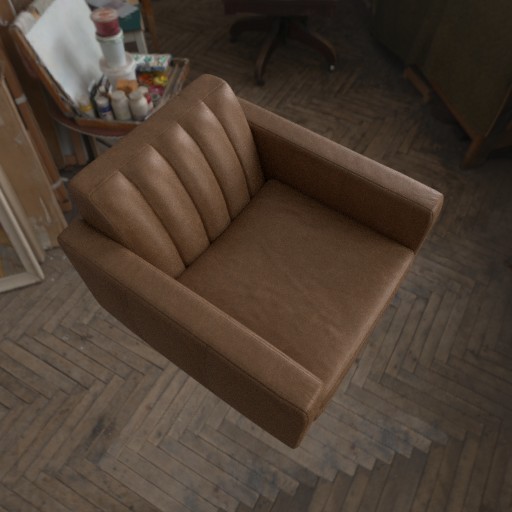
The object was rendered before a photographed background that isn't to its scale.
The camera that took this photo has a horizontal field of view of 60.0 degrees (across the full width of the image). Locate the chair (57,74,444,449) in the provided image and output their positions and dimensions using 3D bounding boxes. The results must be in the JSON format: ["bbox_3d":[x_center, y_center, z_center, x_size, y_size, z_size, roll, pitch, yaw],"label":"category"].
[{"bbox_3d":[0.000,0.000,1.670,0.998,0.819,0.953,31,63,18],"label":"chair"}]
